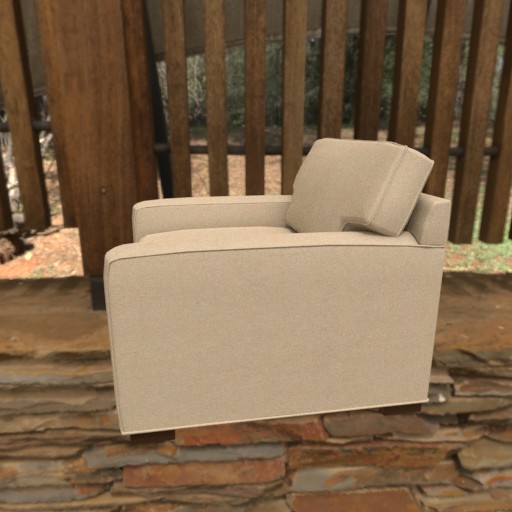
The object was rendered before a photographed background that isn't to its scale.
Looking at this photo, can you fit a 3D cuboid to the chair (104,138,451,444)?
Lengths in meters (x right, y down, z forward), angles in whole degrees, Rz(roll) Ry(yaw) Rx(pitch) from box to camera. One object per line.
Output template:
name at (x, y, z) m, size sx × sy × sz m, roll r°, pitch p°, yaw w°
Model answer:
chair at (0.000, 0.000, 1.797) m, size 1.043 × 0.913 × 0.998 m, roll -3°, pitch 16°, yaw -9°
